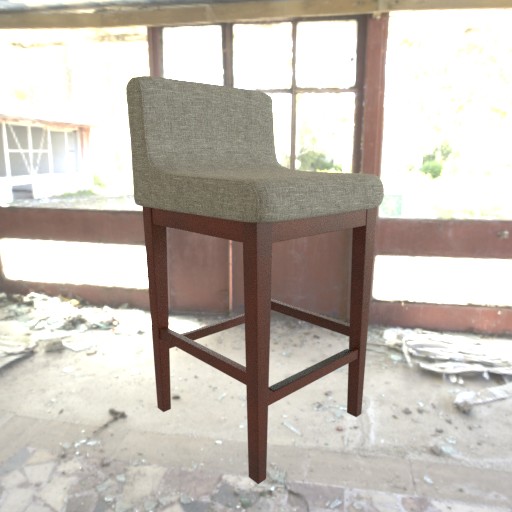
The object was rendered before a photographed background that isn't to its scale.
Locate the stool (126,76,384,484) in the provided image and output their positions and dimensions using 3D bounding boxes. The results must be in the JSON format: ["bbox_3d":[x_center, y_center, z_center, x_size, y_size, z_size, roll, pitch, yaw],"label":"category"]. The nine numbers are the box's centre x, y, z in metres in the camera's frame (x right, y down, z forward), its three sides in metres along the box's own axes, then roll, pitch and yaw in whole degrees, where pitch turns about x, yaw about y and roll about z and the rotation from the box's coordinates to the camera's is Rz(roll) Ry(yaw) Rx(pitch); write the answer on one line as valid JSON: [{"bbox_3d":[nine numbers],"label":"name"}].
[{"bbox_3d":[0.000,0.000,1.084,0.417,0.835,0.459,-12,17,-42],"label":"stool"}]
